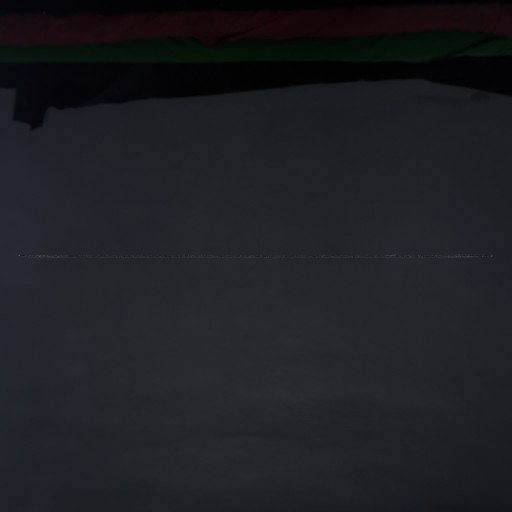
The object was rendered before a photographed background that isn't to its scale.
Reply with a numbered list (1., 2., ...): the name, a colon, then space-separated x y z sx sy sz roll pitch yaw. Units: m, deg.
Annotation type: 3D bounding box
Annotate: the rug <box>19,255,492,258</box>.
1. rug: 0.000 0.000 2.302 1.828 0.019 1.209 0 0 1
